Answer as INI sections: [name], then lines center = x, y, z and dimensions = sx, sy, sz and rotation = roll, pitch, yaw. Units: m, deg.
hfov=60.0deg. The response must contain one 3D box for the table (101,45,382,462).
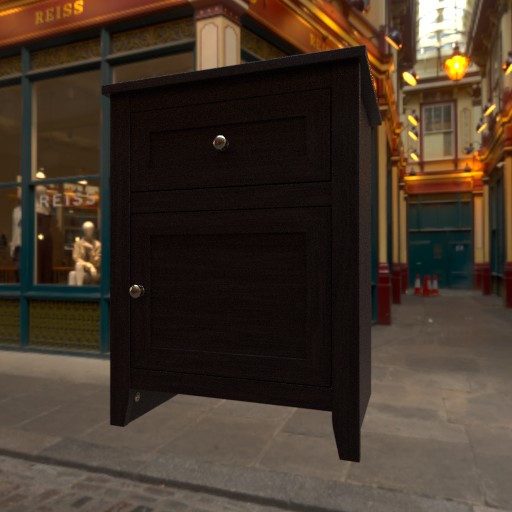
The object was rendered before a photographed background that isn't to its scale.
[table]
center = 0.000, 0.000, 0.920
dimensions = 0.480, 0.635, 0.381
rotation = 0, 0, 19
